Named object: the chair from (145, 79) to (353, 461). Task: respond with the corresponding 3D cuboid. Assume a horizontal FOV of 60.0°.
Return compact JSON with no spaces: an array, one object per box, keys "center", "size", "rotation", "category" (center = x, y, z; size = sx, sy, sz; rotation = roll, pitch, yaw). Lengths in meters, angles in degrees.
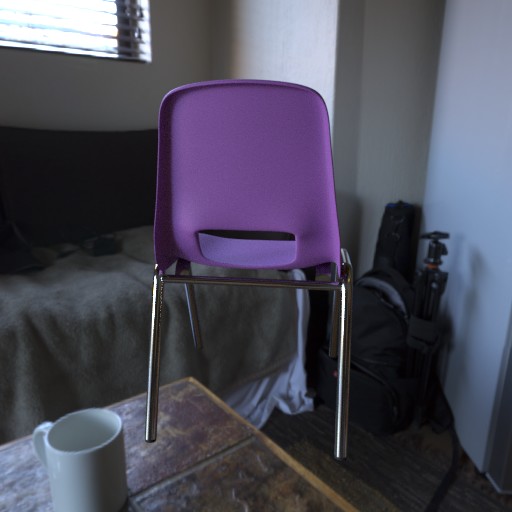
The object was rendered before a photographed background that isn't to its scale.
[{"center":[0.000,0.000,0.697],"size":[0.291,0.493,0.301],"rotation":[2,17,7],"category":"chair"}]
